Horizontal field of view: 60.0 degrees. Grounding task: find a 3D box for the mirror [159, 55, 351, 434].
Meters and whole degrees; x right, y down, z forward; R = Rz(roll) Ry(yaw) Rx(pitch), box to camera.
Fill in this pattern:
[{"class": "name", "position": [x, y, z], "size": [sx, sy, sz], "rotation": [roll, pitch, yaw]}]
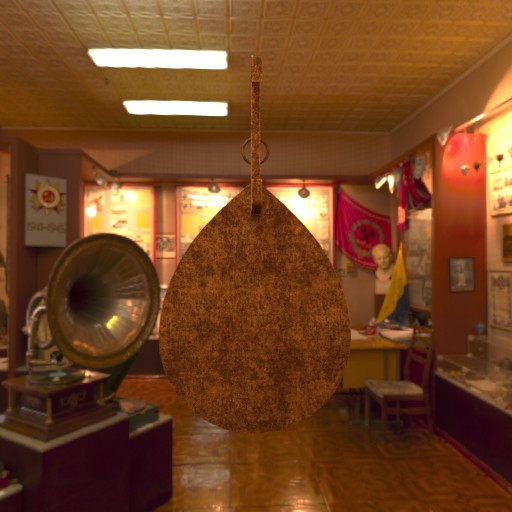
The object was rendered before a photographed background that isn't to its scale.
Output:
[{"class": "mirror", "position": [0.000, 0.000, 0.883], "size": [0.405, 0.744, 0.144], "rotation": [0, -1, -1]}]
